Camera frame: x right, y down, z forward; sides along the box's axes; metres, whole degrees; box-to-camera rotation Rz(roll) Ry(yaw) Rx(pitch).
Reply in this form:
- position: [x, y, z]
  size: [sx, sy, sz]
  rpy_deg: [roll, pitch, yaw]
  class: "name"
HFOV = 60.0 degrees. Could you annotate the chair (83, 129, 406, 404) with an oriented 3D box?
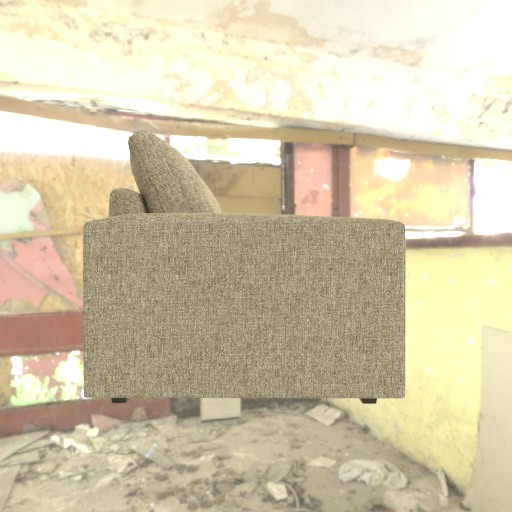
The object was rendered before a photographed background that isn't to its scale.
- position: [0.000, 0.000, 2.023]
  size: [1.039, 0.915, 1.398]
  rpy_deg: [0, 0, 0]
  class: "chair"
